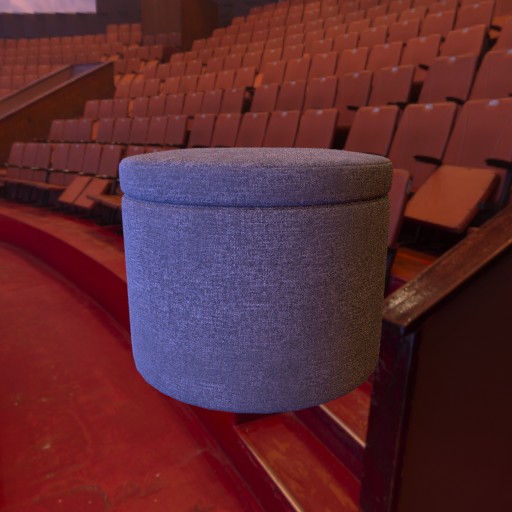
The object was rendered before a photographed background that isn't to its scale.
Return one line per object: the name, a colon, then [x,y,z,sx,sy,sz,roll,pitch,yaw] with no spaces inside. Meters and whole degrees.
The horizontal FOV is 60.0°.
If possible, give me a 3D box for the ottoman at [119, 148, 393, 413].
ottoman: [0.000,0.000,0.887,0.500,0.419,0.500,0,14,0]
